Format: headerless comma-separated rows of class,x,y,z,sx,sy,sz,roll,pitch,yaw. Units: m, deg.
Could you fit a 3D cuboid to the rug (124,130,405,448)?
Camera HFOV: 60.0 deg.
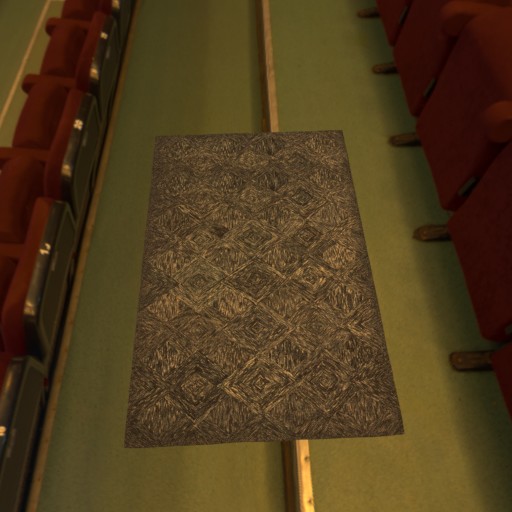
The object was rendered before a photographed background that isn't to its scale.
rug,0.000,0.000,2.237,1.139,0.010,1.754,-2,59,-1
